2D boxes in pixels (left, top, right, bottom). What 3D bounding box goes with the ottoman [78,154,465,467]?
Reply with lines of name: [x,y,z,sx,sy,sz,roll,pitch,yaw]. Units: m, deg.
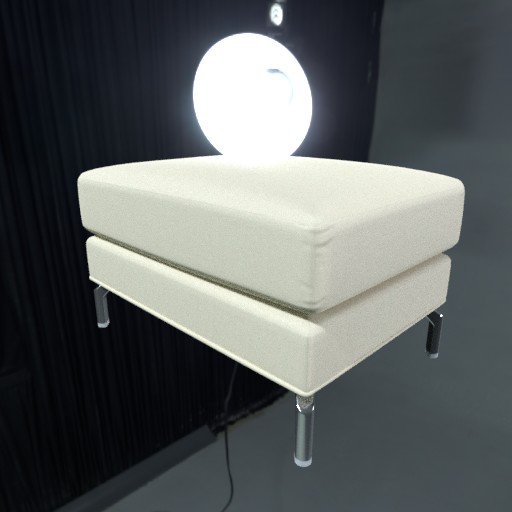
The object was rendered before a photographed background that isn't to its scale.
ottoman: [0.000,0.000,1.177,0.835,0.497,0.581,17,25,42]
